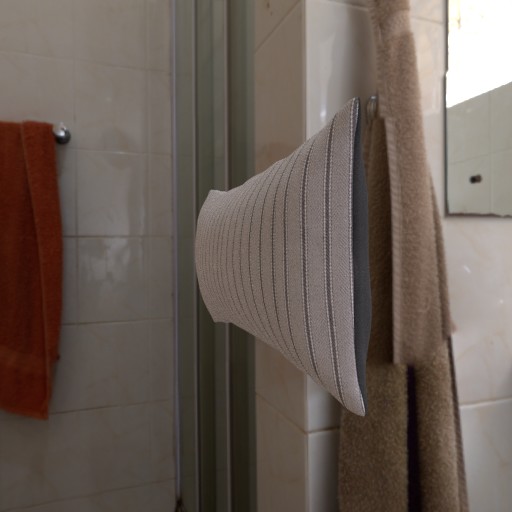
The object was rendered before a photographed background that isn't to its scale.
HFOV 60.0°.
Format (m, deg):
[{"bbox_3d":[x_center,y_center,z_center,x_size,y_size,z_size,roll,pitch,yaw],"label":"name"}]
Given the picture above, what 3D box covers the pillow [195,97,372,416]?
[{"bbox_3d":[0.000,0.000,0.699,0.151,0.305,0.609,0,1,-19],"label":"pillow"}]
